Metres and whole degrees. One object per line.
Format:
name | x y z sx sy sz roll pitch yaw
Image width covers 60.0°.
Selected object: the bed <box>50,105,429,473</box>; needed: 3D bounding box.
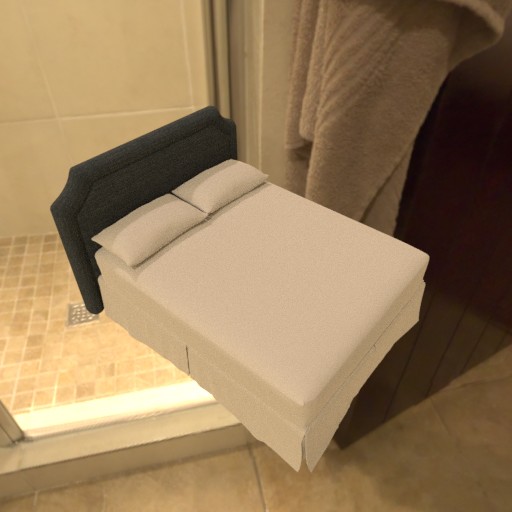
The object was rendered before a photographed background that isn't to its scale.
bed | 0.000 0.000 3.301 2.208 1.297 1.828 29 49 29
